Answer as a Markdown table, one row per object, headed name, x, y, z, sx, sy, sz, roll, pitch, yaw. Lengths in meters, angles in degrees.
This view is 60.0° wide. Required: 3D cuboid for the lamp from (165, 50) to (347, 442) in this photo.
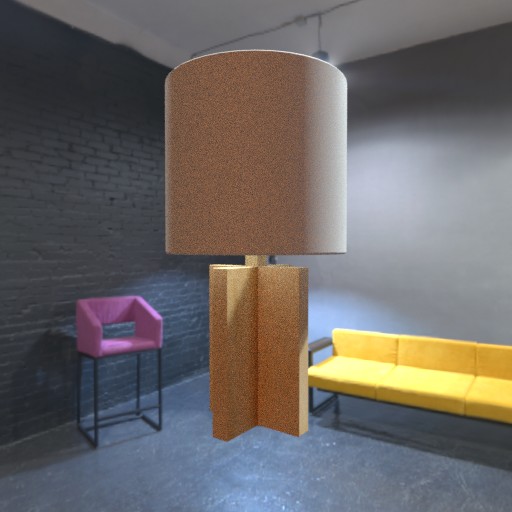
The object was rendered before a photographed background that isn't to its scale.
| name | x | y | z | sx | sy | sz | roll | pitch | yaw |
| --- | --- | --- | --- | --- | --- | --- | --- | --- | --- |
| lamp | 0.000 | 0.000 | 0.572 | 0.229 | 0.428 | 0.229 | 1 | 2 | 37 |
